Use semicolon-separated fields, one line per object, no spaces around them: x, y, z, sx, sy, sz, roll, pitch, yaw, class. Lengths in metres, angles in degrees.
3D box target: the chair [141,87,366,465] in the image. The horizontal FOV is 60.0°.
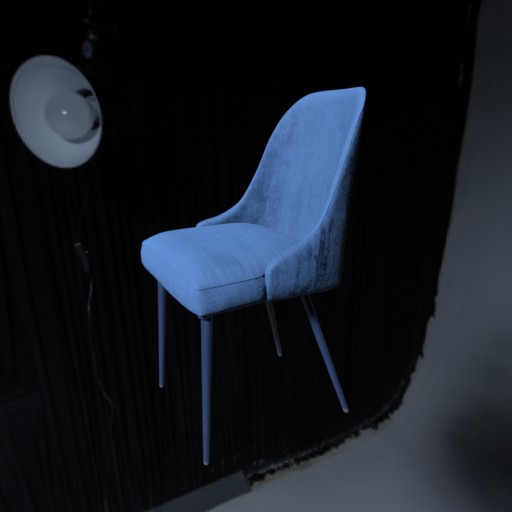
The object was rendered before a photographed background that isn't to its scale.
0.000;0.000;1.241;0.559;0.896;0.478;-8;18;-27;chair
